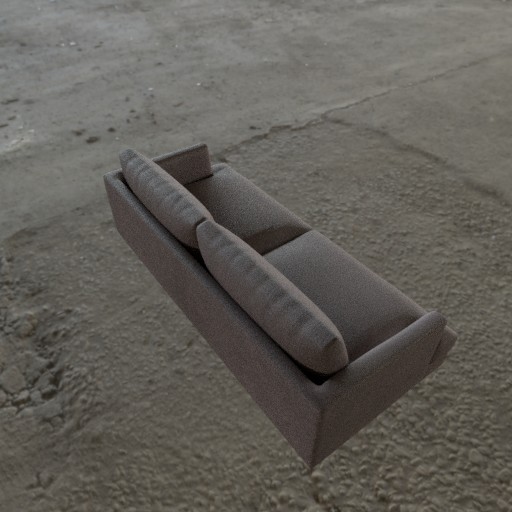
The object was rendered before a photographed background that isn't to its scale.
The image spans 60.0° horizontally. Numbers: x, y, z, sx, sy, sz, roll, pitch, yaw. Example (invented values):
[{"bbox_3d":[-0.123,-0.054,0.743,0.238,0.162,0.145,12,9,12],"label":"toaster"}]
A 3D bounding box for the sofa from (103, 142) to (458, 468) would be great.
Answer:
[{"bbox_3d":[0.000,0.000,2.769,1.020,0.868,2.250,-26,47,-26],"label":"sofa"}]
